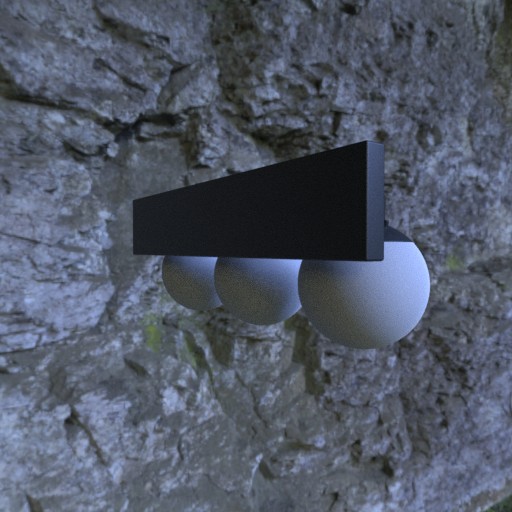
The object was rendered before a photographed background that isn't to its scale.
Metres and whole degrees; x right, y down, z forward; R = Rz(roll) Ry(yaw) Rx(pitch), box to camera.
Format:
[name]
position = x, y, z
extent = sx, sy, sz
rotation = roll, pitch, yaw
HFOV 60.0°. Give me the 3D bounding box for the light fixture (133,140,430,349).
[light fixture]
position = 0.000, 0.000, 0.838
extent = 0.218, 0.263, 0.721
rotation = -1, 1, -35
